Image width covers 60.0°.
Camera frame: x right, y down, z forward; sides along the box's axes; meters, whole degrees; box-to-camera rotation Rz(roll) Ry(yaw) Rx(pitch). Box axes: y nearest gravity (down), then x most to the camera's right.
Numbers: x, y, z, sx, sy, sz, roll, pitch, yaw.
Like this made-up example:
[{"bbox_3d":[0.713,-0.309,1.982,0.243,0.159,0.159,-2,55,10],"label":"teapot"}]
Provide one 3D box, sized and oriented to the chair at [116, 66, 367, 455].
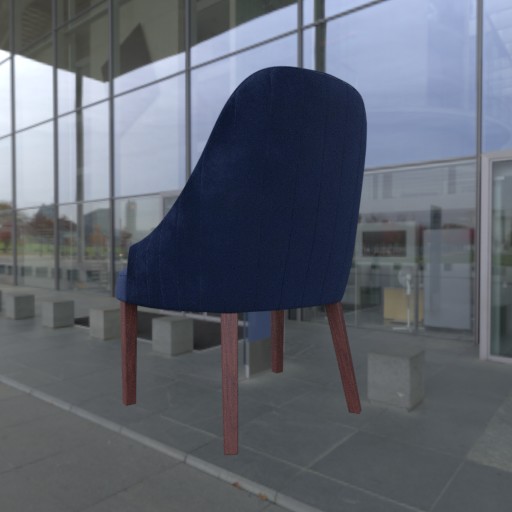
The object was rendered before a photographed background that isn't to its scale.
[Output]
[{"bbox_3d":[0.000,0.000,1.288,0.643,0.889,0.575,-1,1,-36],"label":"chair"}]
